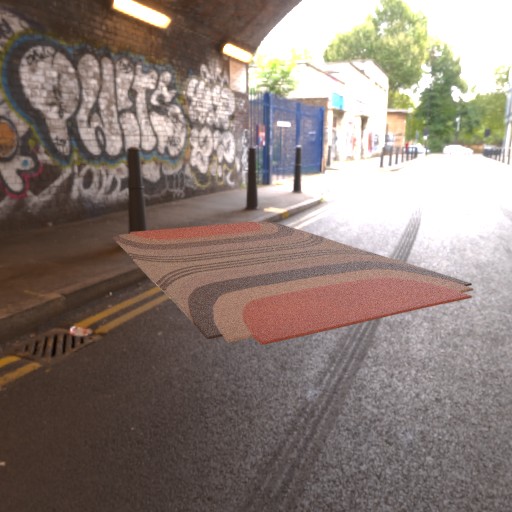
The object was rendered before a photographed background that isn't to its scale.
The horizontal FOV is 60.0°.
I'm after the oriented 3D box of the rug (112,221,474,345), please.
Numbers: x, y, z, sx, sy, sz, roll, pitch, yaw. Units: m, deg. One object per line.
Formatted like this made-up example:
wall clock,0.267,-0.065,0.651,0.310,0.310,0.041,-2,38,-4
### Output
rug,0.000,0.000,3.001,1.530,0.017,2.446,-7,16,-26
